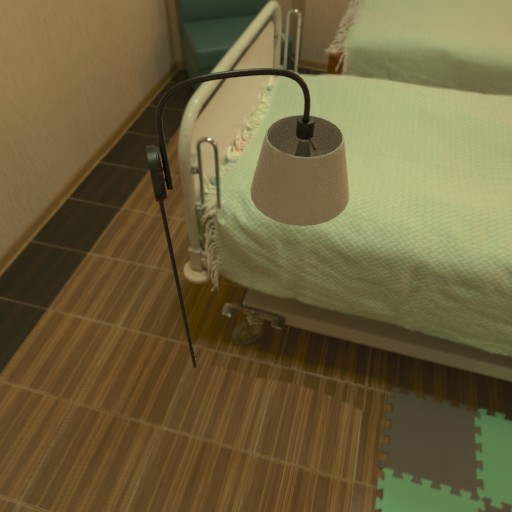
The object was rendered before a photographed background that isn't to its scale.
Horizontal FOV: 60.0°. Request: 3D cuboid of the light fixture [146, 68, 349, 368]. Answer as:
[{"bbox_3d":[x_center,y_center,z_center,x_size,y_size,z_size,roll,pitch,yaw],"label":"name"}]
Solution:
[{"bbox_3d":[0.000,0.000,0.466,0.176,0.399,0.092,-10,48,-9],"label":"light fixture"}]
